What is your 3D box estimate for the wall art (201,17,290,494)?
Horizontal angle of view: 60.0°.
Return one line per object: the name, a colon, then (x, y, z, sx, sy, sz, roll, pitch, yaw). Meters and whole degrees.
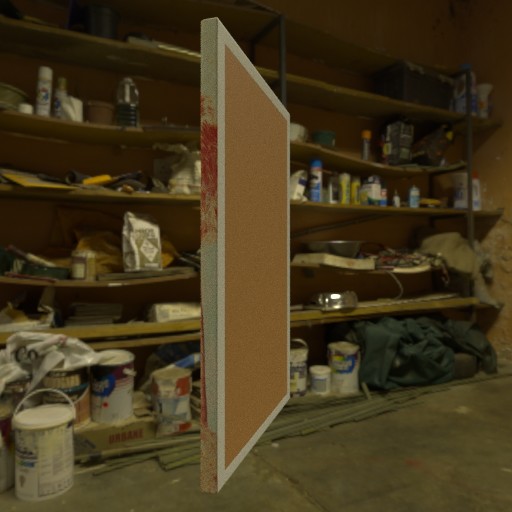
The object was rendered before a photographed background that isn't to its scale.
wall art: (0.000, 0.000, 1.141, 0.037, 0.915, 0.605, 0, 0, 18)
